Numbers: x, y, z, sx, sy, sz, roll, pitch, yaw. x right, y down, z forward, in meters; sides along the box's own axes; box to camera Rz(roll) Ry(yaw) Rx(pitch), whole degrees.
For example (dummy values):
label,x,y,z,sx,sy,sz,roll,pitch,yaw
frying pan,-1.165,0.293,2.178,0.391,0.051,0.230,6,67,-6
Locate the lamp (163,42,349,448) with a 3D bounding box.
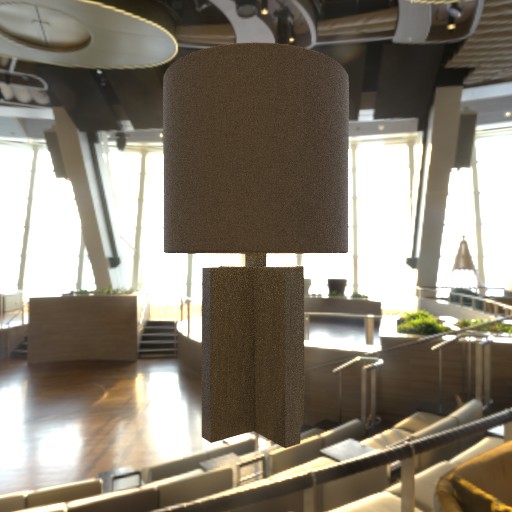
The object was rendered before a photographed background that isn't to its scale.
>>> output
label,x,y,z,sx,sy,sz,roll,pitch,yaw
lamp,0.000,0.000,0.557,0.229,0.428,0.229,0,0,-36
